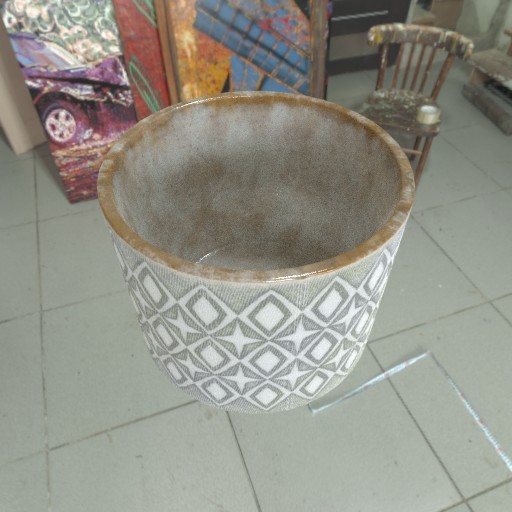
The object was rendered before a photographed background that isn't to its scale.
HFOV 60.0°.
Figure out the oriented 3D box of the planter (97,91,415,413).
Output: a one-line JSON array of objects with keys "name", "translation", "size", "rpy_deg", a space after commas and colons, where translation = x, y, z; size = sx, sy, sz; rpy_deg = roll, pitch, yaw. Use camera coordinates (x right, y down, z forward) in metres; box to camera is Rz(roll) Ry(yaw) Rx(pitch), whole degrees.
[{"name": "planter", "translation": [0.000, 0.000, 0.445], "size": [0.255, 0.223, 0.255], "rpy_deg": [0, 47, 0]}]
